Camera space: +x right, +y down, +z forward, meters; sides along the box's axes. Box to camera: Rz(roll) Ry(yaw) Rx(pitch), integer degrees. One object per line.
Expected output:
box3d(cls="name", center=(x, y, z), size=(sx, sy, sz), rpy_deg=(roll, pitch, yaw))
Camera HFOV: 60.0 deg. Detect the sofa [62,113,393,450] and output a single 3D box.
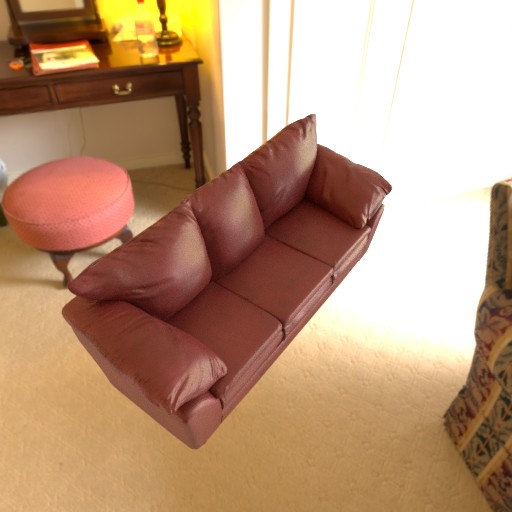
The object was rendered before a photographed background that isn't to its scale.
box3d(cls="sofa", center=(0.000, 0.000, 2.928), size=(0.907, 1.091, 2.390), rpy_deg=(27, 49, 26))
